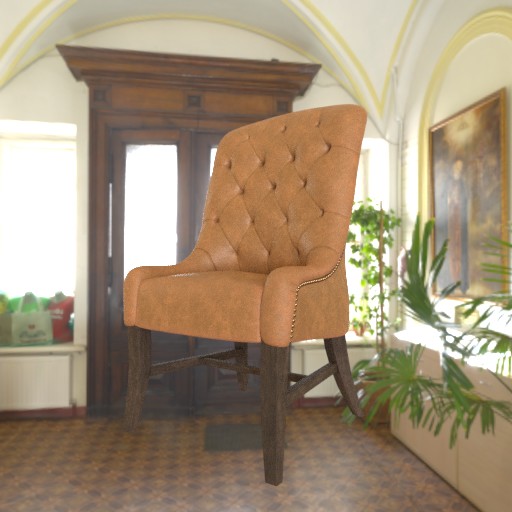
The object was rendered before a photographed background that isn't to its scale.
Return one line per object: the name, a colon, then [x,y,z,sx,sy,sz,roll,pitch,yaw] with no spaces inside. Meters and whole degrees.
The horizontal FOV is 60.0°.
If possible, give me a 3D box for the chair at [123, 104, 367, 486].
chair: [0.000,0.000,1.465,0.634,1.091,0.629,0,-1,36]
